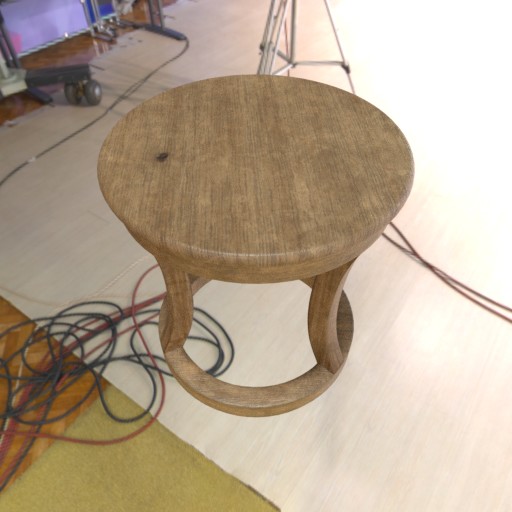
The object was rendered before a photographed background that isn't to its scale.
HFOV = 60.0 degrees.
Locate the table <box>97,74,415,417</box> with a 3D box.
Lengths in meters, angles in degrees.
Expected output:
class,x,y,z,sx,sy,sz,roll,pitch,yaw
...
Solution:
class,x,y,z,sx,sy,sz,roll,pitch,yaw
table,0.000,0.000,0.783,0.432,0.460,0.432,0,47,0
